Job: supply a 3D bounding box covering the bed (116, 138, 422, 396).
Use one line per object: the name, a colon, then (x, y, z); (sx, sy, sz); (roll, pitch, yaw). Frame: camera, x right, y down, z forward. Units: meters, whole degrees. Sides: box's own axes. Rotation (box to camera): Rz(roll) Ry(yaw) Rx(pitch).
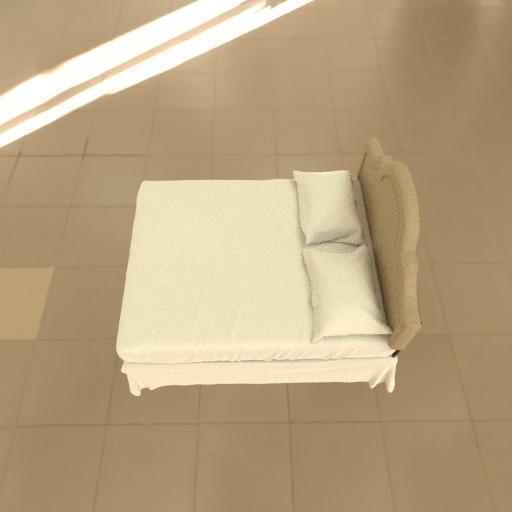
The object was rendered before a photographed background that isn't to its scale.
bed: (0.000, 0.000, 3.409); (2.222, 1.634, 1.780); (-1, 58, -1)
